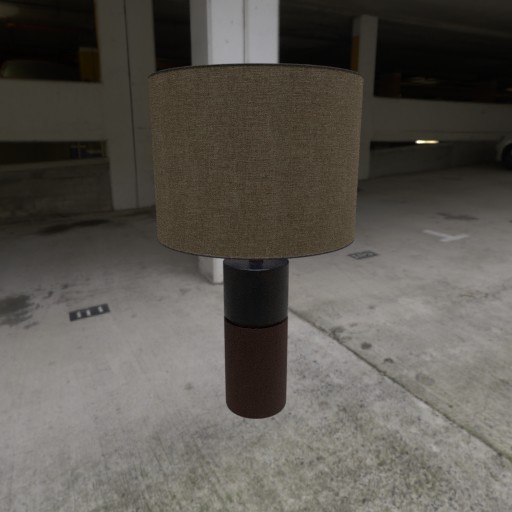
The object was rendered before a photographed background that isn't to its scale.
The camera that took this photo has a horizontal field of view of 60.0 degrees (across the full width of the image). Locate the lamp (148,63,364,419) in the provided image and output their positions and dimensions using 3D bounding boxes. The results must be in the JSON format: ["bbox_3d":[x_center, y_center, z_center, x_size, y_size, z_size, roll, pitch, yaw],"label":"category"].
[{"bbox_3d":[0.000,0.000,0.471,0.202,0.350,0.202,0,15,0],"label":"lamp"}]
